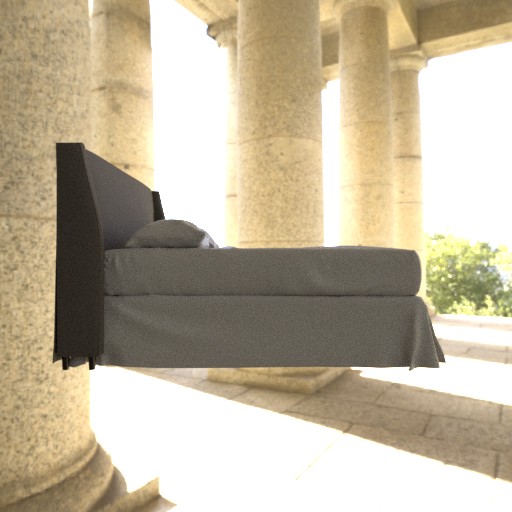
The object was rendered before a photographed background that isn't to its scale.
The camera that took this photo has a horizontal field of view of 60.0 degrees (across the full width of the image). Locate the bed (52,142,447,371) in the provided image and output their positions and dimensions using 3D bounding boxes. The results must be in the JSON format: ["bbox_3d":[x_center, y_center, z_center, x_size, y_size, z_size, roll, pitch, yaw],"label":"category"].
[{"bbox_3d":[0.000,0.000,3.439,2.276,1.332,1.925,0,0,1],"label":"bed"}]
